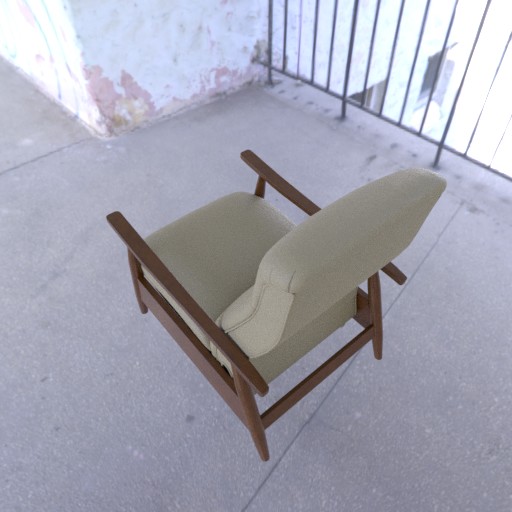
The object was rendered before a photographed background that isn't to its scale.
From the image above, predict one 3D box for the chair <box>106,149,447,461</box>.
[{"bbox_3d":[0.000,0.000,1.771,0.762,1.082,1.014,-32,54,-26],"label":"chair"}]
